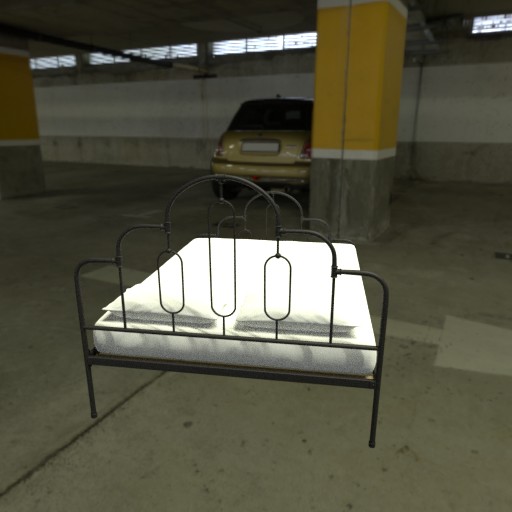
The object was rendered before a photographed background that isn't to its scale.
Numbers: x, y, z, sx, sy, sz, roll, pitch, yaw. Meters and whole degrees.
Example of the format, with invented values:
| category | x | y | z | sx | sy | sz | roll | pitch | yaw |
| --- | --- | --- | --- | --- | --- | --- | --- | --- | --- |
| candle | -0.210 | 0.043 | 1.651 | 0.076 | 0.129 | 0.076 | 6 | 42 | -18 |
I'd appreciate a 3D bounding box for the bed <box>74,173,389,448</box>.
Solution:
| category | x | y | z | sx | sy | sz | roll | pitch | yaw |
| --- | --- | --- | --- | --- | --- | --- | --- | --- | --- |
| bed | 0.000 | 0.000 | 3.297 | 1.640 | 1.429 | 2.163 | 3 | 17 | 9 |
